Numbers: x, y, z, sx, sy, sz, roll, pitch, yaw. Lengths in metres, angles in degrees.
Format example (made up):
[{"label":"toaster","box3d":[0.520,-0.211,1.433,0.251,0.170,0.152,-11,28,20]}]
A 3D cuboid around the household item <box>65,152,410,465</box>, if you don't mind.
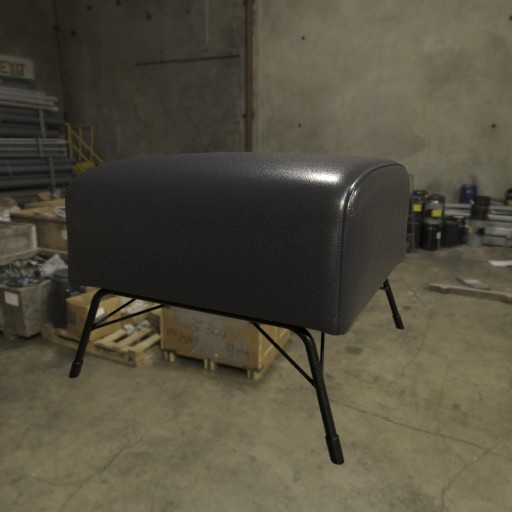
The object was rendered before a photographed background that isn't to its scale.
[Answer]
[{"label":"household item","box3d":[0.000,0.000,0.896,0.530,0.410,0.530,7,16,26]}]
